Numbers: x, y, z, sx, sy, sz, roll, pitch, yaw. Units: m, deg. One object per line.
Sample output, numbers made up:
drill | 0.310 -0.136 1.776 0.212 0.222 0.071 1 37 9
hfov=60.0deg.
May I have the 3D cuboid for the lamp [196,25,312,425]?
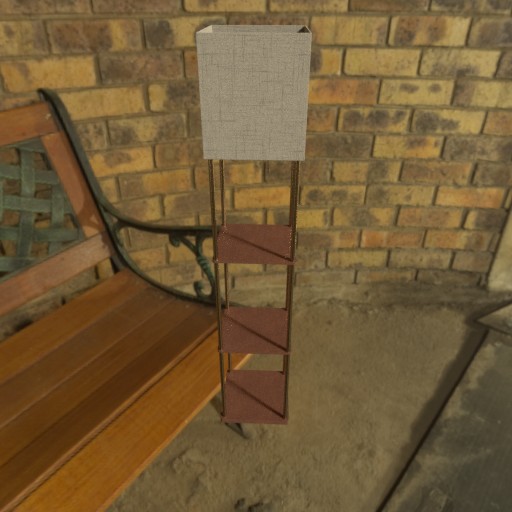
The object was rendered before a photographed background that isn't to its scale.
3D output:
lamp | 0.000 0.000 1.715 0.310 1.569 0.308 1 31 2
